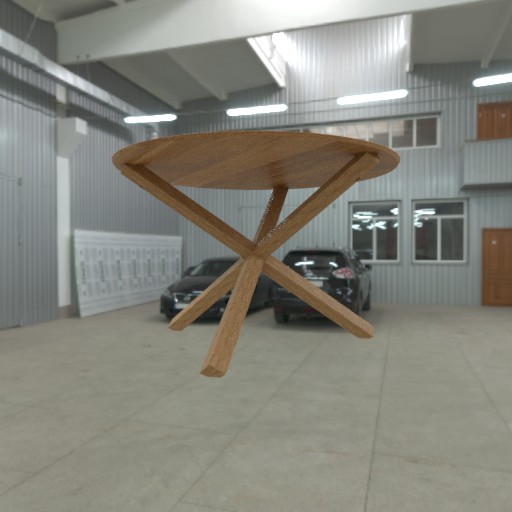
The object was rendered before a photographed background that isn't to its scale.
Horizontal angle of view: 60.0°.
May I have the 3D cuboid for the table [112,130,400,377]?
[{"bbox_3d":[0.000,0.000,1.678,1.038,0.666,1.038,0,1,0],"label":"table"}]
